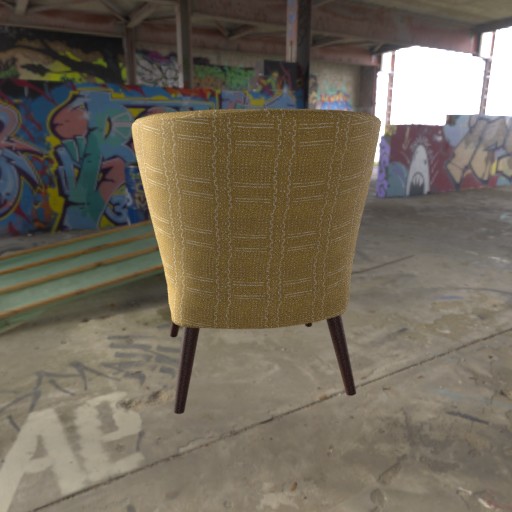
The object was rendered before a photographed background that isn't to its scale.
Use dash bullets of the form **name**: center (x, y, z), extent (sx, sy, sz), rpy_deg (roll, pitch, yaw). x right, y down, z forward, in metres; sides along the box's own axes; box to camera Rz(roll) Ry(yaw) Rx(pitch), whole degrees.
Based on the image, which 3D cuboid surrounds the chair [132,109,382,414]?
- **chair**: center (0.000, 0.000, 1.422), extent (0.706, 0.866, 0.758), rpy_deg (-3, 16, -10)
